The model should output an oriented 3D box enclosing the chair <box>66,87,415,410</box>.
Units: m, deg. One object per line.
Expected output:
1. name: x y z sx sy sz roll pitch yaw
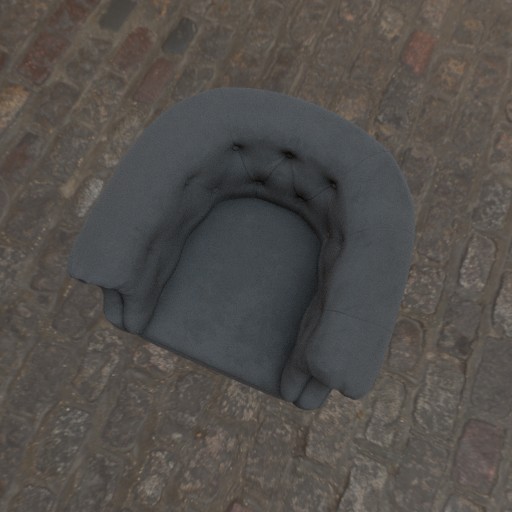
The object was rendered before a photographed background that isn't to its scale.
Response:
1. chair: 0.000 0.000 1.573 0.904 0.826 0.851 22 77 5
